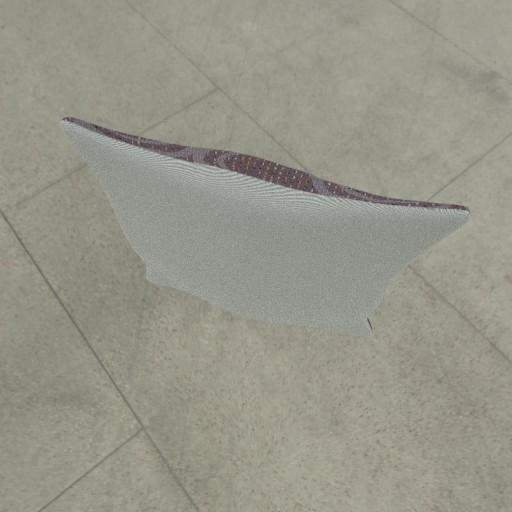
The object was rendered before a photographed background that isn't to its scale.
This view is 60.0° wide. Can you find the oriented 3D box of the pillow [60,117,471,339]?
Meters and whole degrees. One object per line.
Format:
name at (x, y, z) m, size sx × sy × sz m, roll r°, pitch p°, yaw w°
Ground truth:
pillow at (0.000, 0.000, 0.761) m, size 0.514 × 0.513 × 0.163 m, roll 14°, pitch 65°, yaw 7°
